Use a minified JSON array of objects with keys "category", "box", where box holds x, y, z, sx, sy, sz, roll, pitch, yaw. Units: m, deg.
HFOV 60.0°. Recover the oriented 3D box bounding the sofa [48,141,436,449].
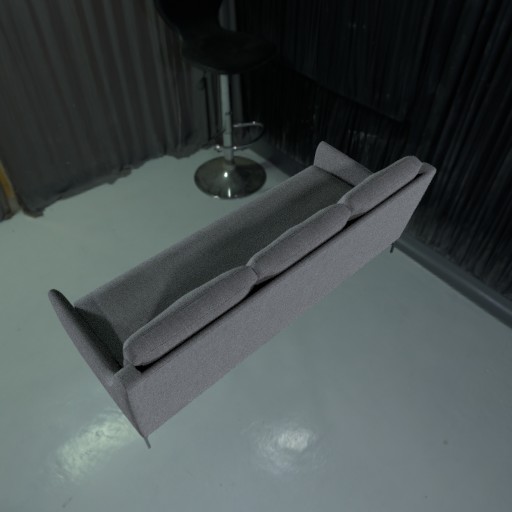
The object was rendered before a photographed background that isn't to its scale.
[{"category":"sofa","box":[0.000,0.000,2.518,2.060,0.837,0.849,-33,55,-28]}]
